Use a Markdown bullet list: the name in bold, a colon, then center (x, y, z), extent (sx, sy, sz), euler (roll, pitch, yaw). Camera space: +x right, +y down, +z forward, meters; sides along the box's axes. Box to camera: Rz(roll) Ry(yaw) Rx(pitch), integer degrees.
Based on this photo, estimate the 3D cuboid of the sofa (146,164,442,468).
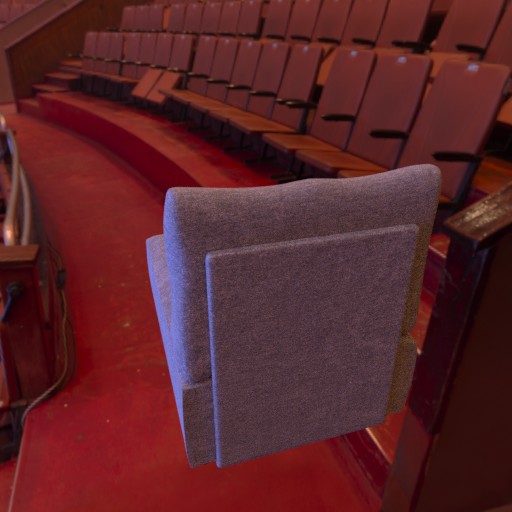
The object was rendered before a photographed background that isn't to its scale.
- **sofa**: center (0.000, 0.000, 1.553), extent (0.700, 0.820, 1.000), euler (-8, 28, -16)
